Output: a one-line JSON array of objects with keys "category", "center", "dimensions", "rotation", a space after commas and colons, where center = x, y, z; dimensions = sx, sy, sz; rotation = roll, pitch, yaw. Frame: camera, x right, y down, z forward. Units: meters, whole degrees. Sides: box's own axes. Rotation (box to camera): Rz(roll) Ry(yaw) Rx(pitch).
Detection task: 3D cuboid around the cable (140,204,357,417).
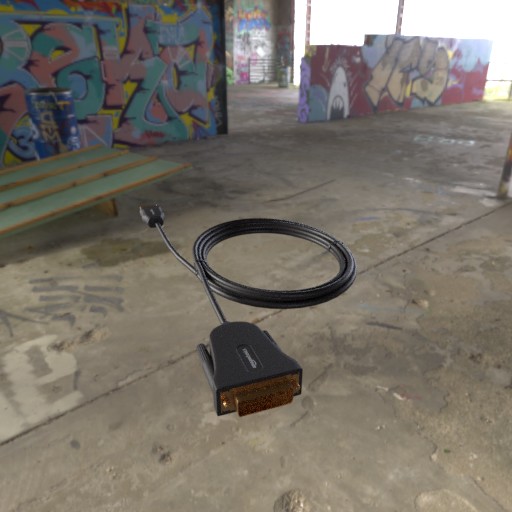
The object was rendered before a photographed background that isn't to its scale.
[{"category": "cable", "center": [0.000, 0.000, 0.322], "dimensions": [0.136, 0.015, 0.281], "rotation": [-9, 26, -18]}]
